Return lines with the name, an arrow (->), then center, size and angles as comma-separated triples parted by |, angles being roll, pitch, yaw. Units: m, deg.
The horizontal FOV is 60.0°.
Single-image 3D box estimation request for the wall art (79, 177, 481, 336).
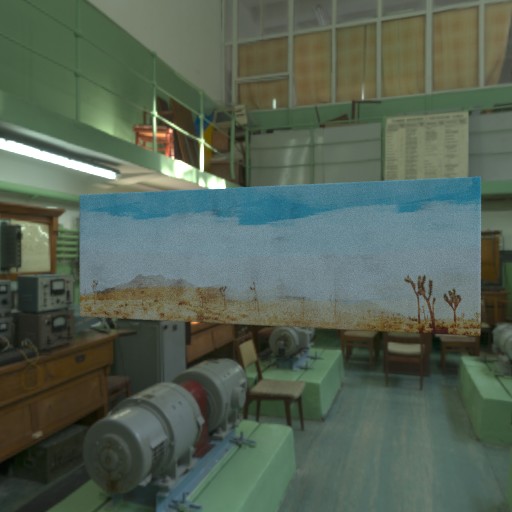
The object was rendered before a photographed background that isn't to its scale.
wall art -> 0.000, 0.000, 0.835 | 0.759, 0.254, 0.044 | 0, 0, 17
